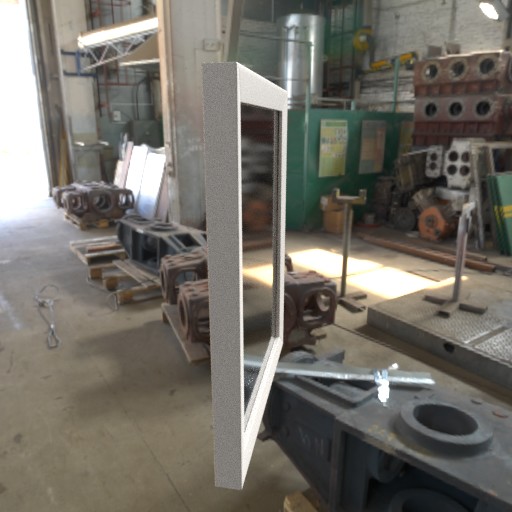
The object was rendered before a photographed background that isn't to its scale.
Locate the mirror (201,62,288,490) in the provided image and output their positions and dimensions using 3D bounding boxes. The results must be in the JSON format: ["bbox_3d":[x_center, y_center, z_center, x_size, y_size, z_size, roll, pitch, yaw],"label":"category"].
[{"bbox_3d":[0.000,0.000,0.691,0.041,0.508,0.405,3,17,10],"label":"mirror"}]
